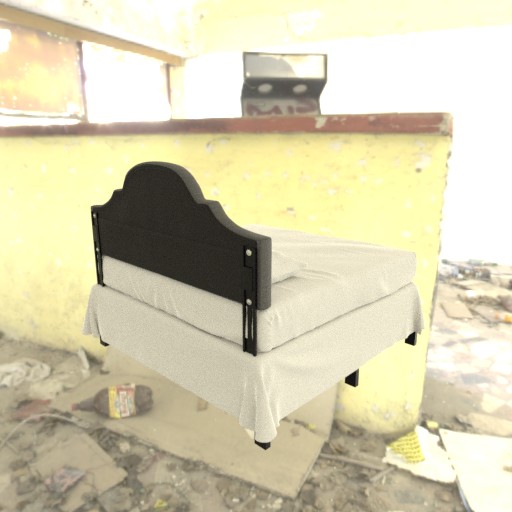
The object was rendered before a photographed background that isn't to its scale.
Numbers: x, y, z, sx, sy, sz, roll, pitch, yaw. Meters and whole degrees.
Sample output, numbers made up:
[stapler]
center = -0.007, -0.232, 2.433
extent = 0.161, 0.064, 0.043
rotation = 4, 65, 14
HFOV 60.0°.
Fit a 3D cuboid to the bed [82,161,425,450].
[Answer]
[bed]
center = 0.000, 0.000, 3.774
extent = 2.303, 1.631, 2.222
rotation = 14, 20, 43
